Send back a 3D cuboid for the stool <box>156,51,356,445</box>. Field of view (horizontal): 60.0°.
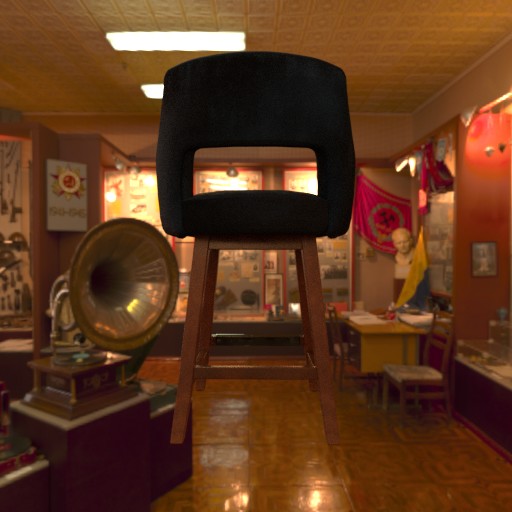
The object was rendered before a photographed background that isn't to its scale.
[{"bbox_3d":[0.000,0.000,1.280,0.550,0.940,0.560,0,1,1],"label":"stool"}]
